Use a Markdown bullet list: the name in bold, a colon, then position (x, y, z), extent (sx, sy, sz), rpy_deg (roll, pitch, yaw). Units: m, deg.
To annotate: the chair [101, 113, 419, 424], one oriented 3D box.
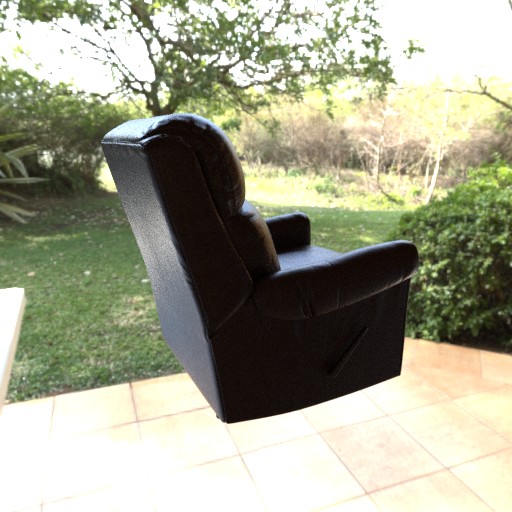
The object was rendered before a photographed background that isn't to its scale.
- **chair**: position (0.000, 0.000, 1.767), extent (1.014, 1.054, 0.838), rpy_deg (-7, 17, -26)
